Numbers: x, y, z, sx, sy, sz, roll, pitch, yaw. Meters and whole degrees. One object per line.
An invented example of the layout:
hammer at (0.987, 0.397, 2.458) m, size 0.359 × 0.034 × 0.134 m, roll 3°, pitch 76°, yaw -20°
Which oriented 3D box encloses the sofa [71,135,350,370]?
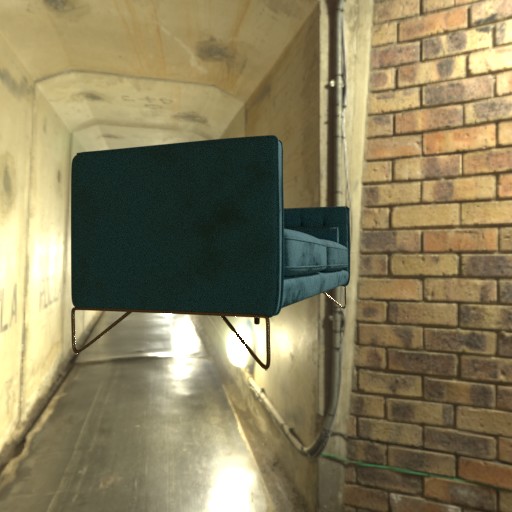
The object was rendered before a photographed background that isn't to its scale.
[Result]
sofa at (0.000, 0.000, 2.562) m, size 0.867 × 0.789 × 2.087 m, roll 0°, pitch -1°, yaw 18°
